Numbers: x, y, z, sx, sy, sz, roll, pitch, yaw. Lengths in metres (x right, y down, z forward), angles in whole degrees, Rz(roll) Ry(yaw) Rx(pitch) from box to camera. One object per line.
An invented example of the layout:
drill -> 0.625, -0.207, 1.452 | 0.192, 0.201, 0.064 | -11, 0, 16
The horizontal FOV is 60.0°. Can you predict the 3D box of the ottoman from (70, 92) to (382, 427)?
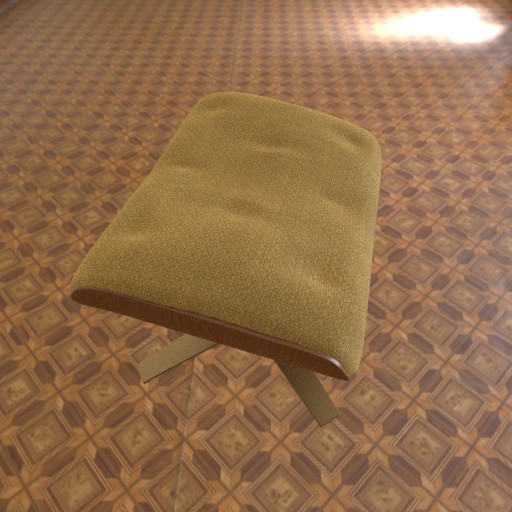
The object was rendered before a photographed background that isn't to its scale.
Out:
ottoman -> 0.000, 0.000, 0.800 | 0.394, 0.391, 0.520 | 10, 47, 10
